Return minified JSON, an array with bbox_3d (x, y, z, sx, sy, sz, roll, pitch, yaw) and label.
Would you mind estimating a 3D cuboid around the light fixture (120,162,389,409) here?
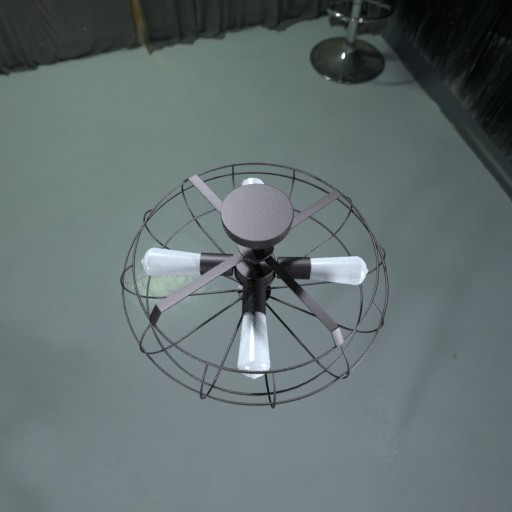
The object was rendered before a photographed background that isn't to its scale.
[{"bbox_3d":[0.000,0.000,0.928,0.582,0.311,0.582,0,58,0],"label":"light fixture"}]
